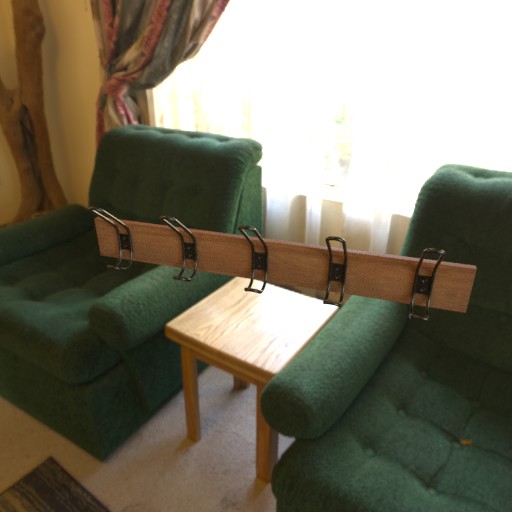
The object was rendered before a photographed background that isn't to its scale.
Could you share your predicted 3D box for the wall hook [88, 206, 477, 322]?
[{"bbox_3d":[0.000,0.000,0.604,0.554,0.116,0.076,8,27,16],"label":"wall hook"}]
